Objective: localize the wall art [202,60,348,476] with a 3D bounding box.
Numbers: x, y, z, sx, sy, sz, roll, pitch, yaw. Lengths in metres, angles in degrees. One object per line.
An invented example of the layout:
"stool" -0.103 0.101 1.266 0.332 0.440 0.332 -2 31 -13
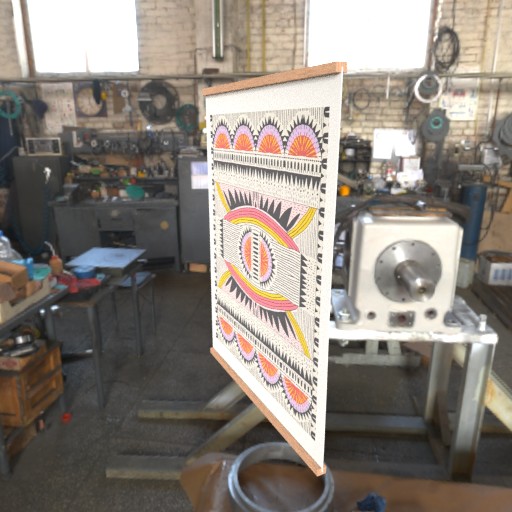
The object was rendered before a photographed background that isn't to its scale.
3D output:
"wall art" 0.000 0.000 1.362 0.028 1.016 0.765 -8 18 -26
